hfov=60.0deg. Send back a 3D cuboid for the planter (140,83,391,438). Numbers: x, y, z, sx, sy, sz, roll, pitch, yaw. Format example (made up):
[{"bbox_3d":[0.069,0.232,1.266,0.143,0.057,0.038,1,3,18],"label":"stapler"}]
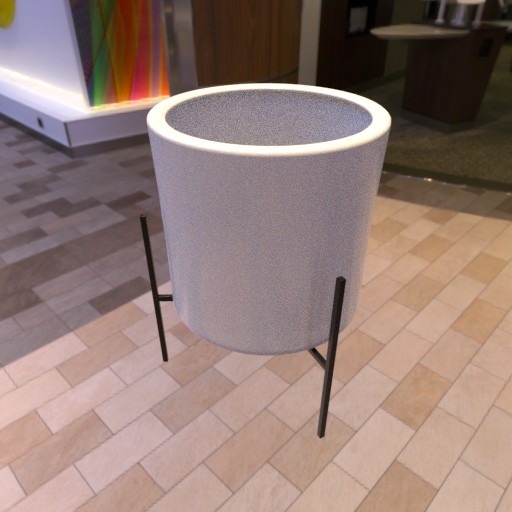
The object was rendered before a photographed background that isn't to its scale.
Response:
[{"bbox_3d":[0.000,0.000,0.737,0.361,0.480,0.360,-1,33,-2],"label":"planter"}]
